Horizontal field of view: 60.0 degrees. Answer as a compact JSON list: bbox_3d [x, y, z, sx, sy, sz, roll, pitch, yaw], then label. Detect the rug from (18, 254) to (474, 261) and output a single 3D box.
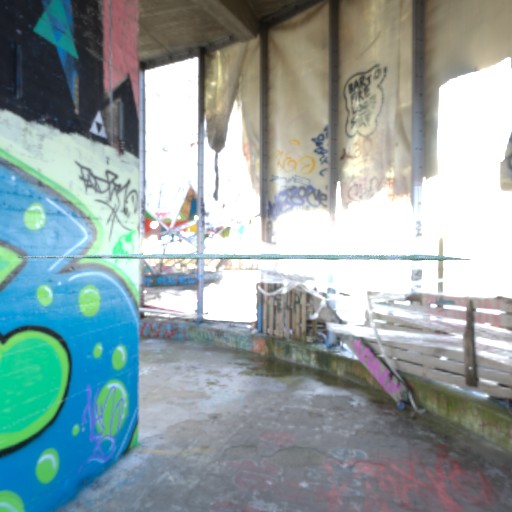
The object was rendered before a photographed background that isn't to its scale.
[{"bbox_3d":[0.000,0.000,2.275,1.826,0.006,1.220,0,1,16],"label":"rug"}]
